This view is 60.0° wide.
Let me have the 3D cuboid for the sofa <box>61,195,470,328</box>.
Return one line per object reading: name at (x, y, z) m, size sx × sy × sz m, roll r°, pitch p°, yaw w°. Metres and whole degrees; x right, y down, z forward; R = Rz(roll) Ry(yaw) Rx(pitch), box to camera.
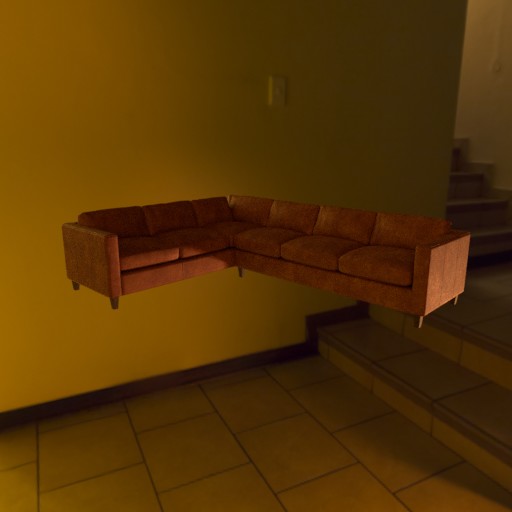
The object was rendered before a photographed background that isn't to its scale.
sofa at (0.000, 0.000, 4.344) m, size 3.150 × 0.838 × 2.438 m, roll 13°, pitch 19°, yaw 42°
